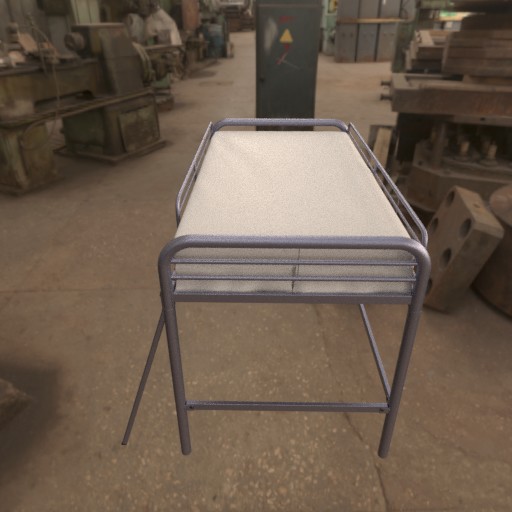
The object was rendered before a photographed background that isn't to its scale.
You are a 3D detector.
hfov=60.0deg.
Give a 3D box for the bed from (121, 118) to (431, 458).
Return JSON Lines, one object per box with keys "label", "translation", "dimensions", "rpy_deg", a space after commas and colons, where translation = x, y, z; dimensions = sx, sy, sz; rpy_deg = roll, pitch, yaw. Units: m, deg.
{"label": "bed", "translation": [0.000, 0.000, 2.843], "dimensions": [1.415, 1.288, 1.965], "rpy_deg": [1, 30, 1]}
